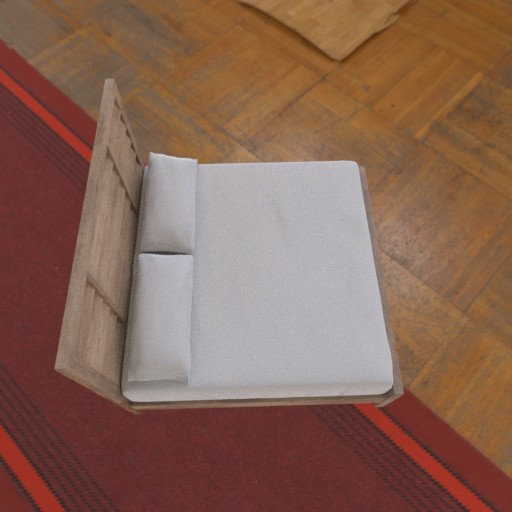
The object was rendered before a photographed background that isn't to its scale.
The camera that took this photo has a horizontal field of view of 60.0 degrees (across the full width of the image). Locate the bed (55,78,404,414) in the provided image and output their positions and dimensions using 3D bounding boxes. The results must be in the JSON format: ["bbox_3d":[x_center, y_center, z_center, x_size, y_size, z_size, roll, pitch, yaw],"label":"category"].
[{"bbox_3d":[0.000,0.000,3.386,2.062,1.626,2.032,-2,63,-1],"label":"bed"}]
